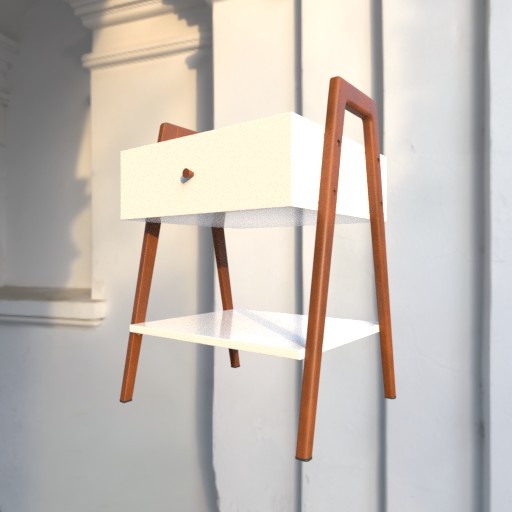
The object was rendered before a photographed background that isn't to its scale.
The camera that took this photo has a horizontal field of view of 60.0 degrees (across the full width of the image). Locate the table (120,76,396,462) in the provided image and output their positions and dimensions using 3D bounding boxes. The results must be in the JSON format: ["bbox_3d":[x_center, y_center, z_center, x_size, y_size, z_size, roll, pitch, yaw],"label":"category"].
[{"bbox_3d":[0.000,0.000,0.932,0.457,0.610,0.405,0,0,37],"label":"table"}]
